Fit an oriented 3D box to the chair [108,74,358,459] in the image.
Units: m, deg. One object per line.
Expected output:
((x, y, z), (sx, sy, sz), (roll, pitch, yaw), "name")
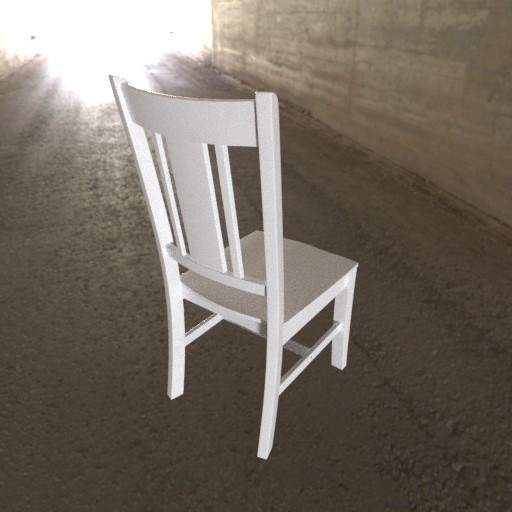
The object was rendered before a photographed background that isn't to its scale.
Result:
((0.000, 0.000, 1.289), (0.450, 0.998, 0.555), (20, 34, 32), "chair")
